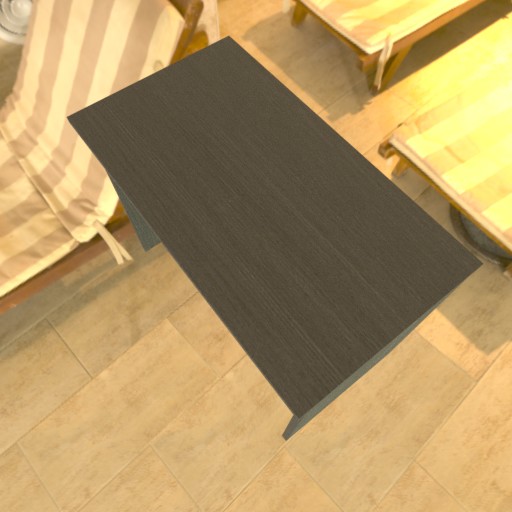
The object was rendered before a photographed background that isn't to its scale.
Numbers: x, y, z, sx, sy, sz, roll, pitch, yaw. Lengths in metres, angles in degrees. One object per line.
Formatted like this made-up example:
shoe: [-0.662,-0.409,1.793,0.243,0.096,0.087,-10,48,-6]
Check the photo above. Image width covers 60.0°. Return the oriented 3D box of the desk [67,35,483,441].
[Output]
desk: [0.000,0.000,1.328,0.498,0.724,0.893,-34,68,-16]
